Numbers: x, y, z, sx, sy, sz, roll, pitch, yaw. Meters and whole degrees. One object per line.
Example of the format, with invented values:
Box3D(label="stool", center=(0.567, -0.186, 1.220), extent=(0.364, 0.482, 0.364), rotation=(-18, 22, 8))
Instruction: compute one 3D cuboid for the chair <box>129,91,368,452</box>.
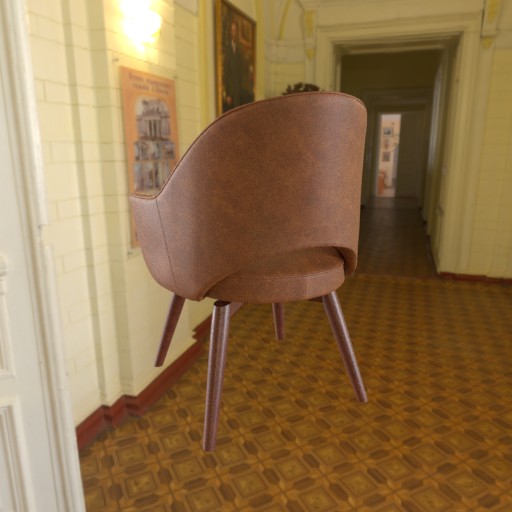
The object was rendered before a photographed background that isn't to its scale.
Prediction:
Box3D(label="chair", center=(0.000, 0.000, 1.203), extent=(0.591, 0.777, 0.640), rotation=(-7, 15, -26))
